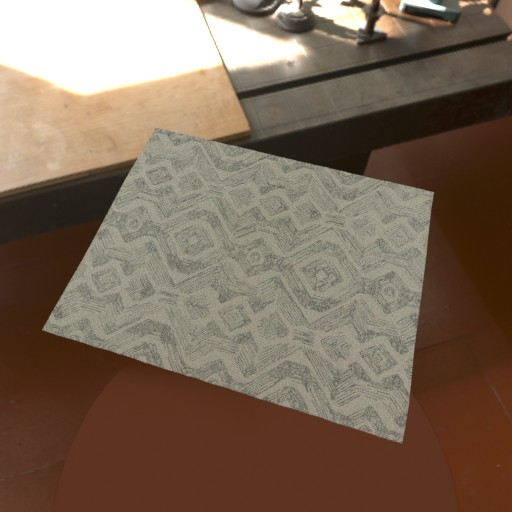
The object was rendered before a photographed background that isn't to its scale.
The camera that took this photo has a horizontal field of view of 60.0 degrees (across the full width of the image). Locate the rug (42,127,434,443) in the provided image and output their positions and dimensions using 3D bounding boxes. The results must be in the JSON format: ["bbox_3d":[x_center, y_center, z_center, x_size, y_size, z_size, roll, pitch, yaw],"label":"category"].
[{"bbox_3d":[0.000,0.000,4.090,3.054,0.030,2.430,15,62,8],"label":"rug"}]
